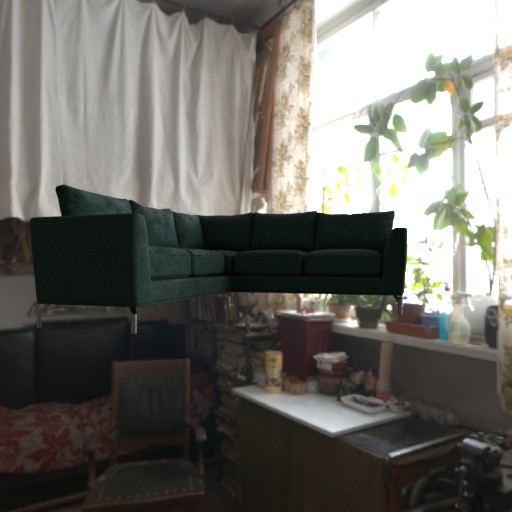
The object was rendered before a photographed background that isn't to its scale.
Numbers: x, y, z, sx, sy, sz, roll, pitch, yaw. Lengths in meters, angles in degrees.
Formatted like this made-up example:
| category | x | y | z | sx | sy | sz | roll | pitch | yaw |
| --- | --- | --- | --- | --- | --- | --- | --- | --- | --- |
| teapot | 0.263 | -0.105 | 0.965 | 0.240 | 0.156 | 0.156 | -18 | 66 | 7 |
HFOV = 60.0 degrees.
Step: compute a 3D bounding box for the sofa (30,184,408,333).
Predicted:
| category | x | y | z | sx | sy | sz | roll | pitch | yaw |
| --- | --- | --- | --- | --- | --- | --- | --- | --- | --- |
| sofa | 0.000 | 0.000 | 3.783 | 2.452 | 1.004 | 2.468 | 0 | -1 | 19 |
